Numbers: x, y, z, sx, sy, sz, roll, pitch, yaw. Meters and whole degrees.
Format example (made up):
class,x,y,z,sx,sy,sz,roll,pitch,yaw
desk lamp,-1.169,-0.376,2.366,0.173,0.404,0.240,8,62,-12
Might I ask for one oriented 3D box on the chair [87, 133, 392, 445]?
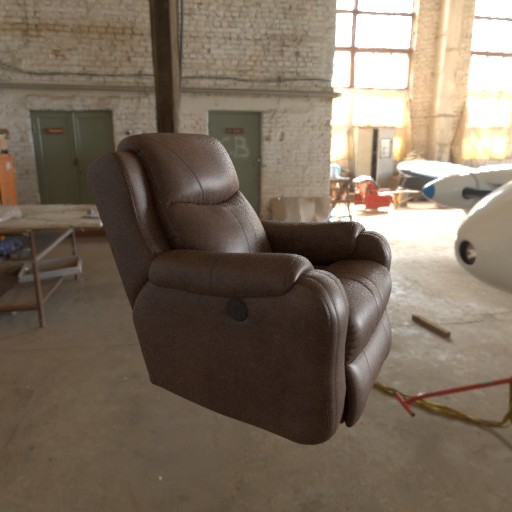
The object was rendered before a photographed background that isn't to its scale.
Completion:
class,x,y,z,sx,sy,sz,roll,pitch,yaw
chair,0.000,0.000,1.839,1.067,0.990,0.940,7,16,26
